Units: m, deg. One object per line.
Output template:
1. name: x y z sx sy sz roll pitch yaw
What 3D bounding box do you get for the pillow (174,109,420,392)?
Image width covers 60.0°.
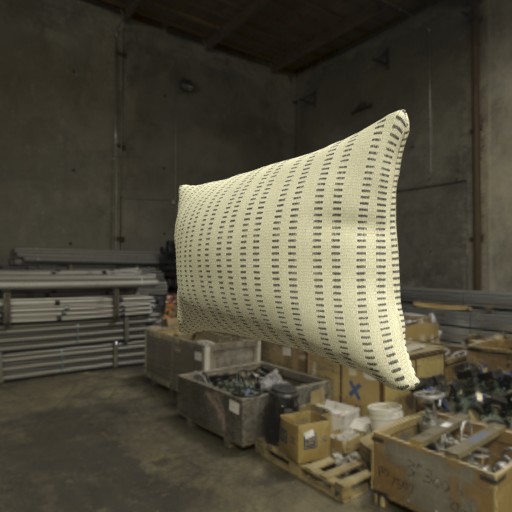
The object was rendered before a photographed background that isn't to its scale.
1. pillow: 0.000 0.000 0.799 0.210 0.353 0.640 1 -2 -36
